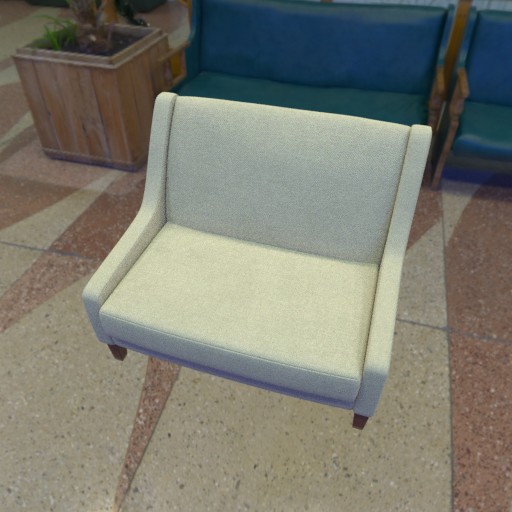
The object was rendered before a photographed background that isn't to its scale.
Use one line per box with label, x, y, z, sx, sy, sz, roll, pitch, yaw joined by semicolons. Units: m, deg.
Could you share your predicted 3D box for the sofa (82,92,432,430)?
sofa;0.000;0.000;1.909;1.212;0.976;0.946;12;43;13
